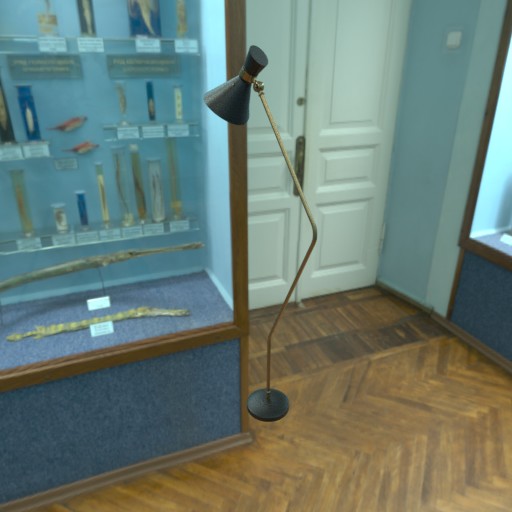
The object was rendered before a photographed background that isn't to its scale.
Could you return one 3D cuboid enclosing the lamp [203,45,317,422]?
[{"bbox_3d":[0.000,0.000,1.672,0.277,1.438,0.467,-8,25,-18],"label":"lamp"}]
